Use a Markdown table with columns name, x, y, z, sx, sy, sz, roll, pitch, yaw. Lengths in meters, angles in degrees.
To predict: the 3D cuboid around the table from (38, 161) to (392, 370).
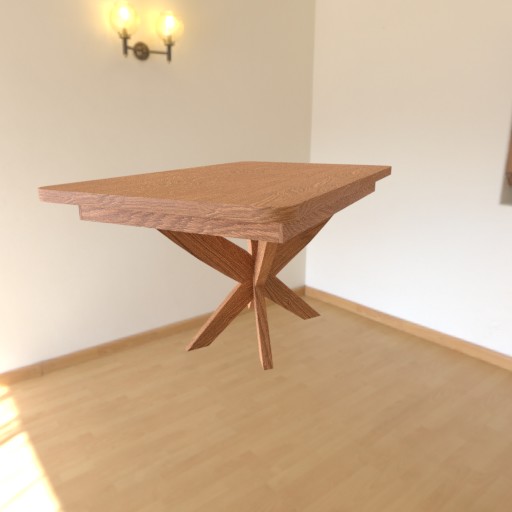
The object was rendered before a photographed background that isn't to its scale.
| name | x | y | z | sx | sy | sz | roll | pitch | yaw |
| --- | --- | --- | --- | --- | --- | --- | --- | --- | --- |
| table | 0.000 | 0.000 | 2.114 | 0.950 | 0.770 | 1.600 | 8 | 17 | 25 |
